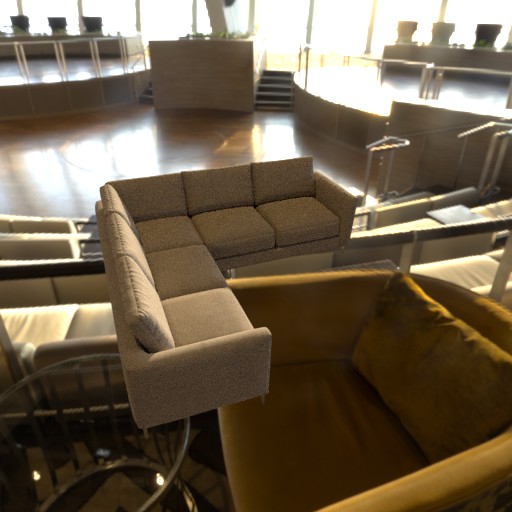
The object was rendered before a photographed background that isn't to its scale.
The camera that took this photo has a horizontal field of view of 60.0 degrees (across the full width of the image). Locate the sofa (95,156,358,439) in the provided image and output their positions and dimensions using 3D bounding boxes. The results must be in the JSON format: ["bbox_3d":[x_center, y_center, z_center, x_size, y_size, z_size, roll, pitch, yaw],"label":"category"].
[{"bbox_3d":[0.000,0.000,3.781,2.438,0.864,2.438,-11,32,-18],"label":"sofa"}]
